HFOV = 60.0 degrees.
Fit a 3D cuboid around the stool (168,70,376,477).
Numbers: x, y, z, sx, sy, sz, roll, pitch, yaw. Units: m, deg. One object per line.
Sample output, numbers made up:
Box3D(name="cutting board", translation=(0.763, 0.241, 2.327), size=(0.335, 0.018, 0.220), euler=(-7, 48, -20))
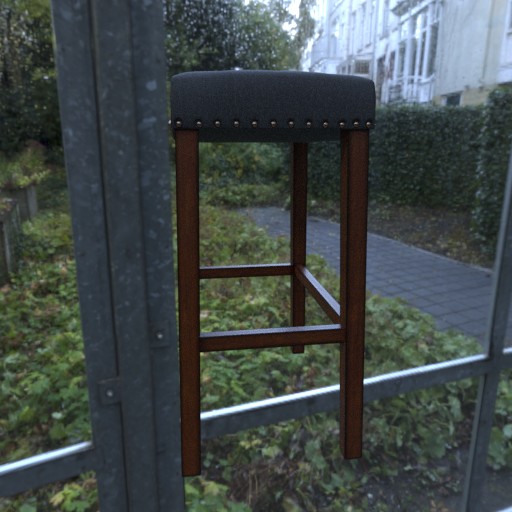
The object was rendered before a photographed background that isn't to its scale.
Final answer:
Box3D(name="stool", translation=(0.000, 0.000, 1.030), size=(0.366, 0.748, 0.502), euler=(-2, 15, -8))
